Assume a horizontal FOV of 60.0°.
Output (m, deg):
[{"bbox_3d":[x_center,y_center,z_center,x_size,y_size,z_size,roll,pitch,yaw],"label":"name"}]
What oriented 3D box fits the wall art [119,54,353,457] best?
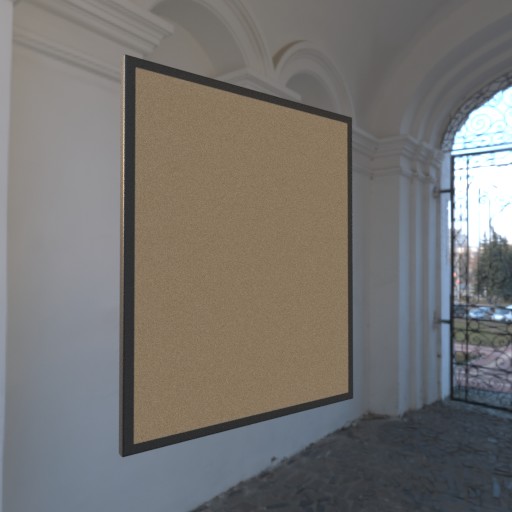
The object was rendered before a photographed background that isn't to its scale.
[{"bbox_3d":[0.000,0.000,0.785,0.481,0.582,0.018,1,-1,-36],"label":"wall art"}]
